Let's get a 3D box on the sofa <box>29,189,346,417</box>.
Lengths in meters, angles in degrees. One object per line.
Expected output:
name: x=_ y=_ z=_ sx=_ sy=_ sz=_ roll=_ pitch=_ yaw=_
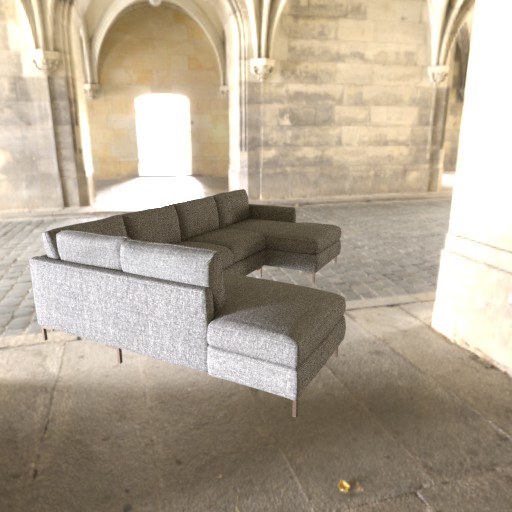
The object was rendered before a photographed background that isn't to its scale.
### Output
sofa: x=0.000 y=0.000 z=3.583 sx=1.879 sy=0.756 sz=2.737 roll=8 pitch=17 yaw=26
